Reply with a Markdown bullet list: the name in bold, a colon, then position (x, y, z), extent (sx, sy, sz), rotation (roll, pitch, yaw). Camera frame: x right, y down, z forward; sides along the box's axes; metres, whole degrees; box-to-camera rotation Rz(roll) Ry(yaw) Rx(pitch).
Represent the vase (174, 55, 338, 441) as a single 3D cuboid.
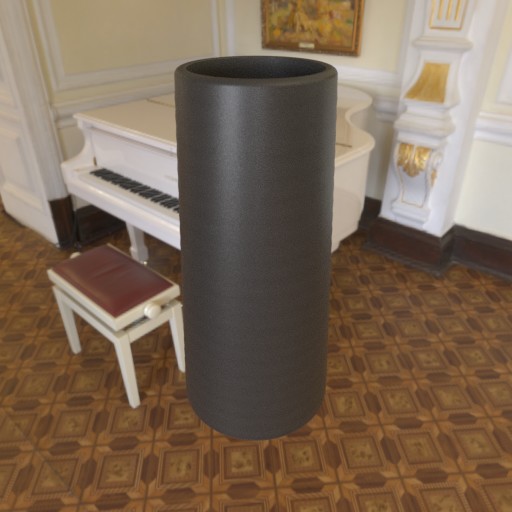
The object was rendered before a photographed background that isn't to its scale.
- **vase**: position (0.000, 0.000, 0.363), extent (0.136, 0.289, 0.136), rotation (-21, 37, -30)
